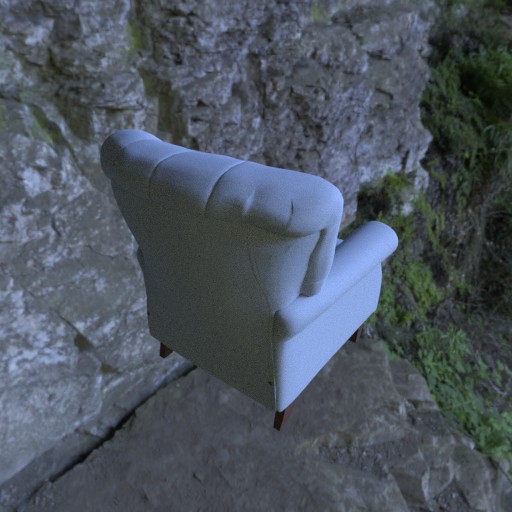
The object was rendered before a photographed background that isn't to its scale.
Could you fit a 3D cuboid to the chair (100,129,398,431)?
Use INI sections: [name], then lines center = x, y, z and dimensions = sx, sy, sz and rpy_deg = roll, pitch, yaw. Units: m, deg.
[chair]
center = 0.000, 0.000, 2.119
dimensions = 1.090, 1.217, 1.128
rpy_deg = 21, 36, 32
